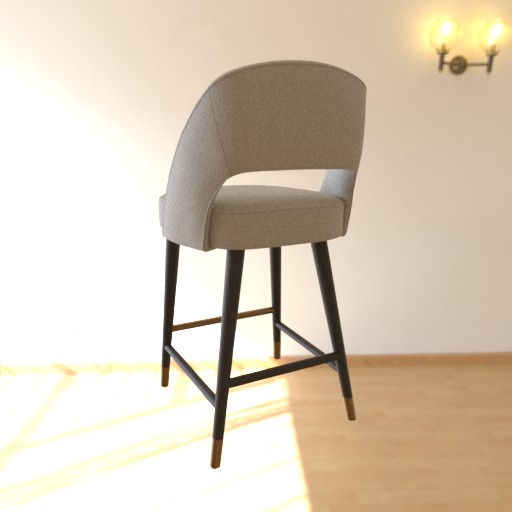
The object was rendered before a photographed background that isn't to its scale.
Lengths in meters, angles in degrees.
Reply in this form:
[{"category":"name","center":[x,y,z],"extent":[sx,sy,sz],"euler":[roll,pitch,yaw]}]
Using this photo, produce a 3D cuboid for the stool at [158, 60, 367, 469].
[{"category":"stool","center":[0.000,0.000,1.242],"extent":[0.494,0.940,0.509],"euler":[-7,15,-27]}]
